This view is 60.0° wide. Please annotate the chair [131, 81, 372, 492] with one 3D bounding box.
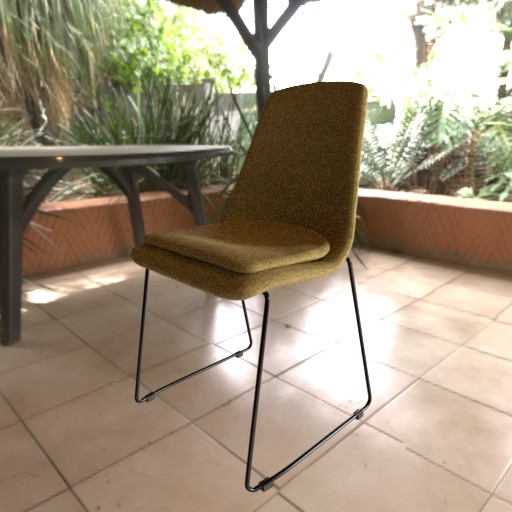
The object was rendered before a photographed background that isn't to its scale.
[{"bbox_3d":[0.000,0.000,1.110,0.479,0.849,0.496,15,22,43],"label":"chair"}]
